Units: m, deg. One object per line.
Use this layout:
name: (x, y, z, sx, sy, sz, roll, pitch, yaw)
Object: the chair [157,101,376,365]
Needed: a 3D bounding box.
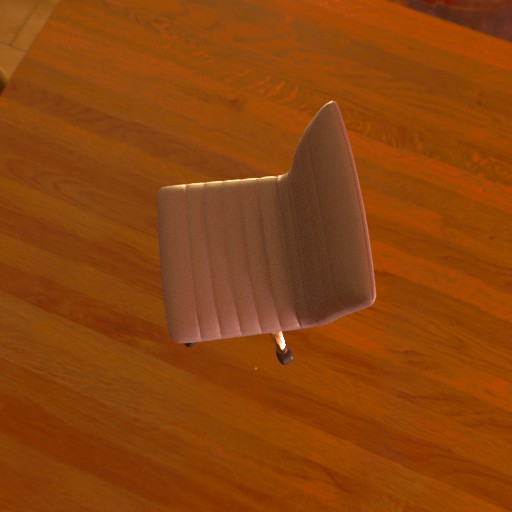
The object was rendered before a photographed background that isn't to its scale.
chair: (0.000, 0.000, 1.157, 0.542, 0.750, 0.569, -7, 76, -2)
